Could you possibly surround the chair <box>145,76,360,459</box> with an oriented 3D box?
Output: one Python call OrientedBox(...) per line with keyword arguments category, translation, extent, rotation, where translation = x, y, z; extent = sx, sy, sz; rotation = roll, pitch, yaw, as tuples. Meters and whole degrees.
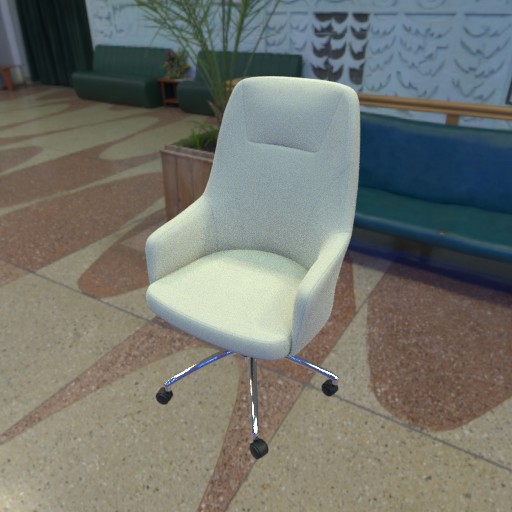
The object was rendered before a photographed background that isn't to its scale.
OrientedBox(category="chair", translation=(0.000, 0.000, 1.470), extent=(0.620, 1.049, 0.640), rotation=(18, 34, 29))
